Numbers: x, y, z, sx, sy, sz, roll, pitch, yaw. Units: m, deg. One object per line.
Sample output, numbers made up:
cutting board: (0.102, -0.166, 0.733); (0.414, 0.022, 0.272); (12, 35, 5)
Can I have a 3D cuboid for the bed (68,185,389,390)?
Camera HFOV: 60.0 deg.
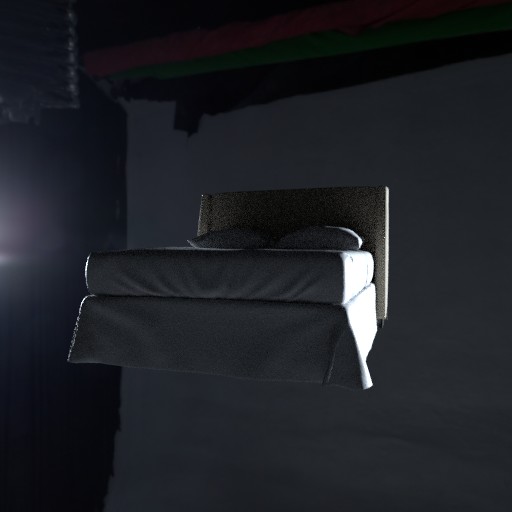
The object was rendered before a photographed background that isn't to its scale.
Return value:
bed: (0.000, 0.000, 3.493); (1.925, 1.332, 2.276); (0, 1, 19)
